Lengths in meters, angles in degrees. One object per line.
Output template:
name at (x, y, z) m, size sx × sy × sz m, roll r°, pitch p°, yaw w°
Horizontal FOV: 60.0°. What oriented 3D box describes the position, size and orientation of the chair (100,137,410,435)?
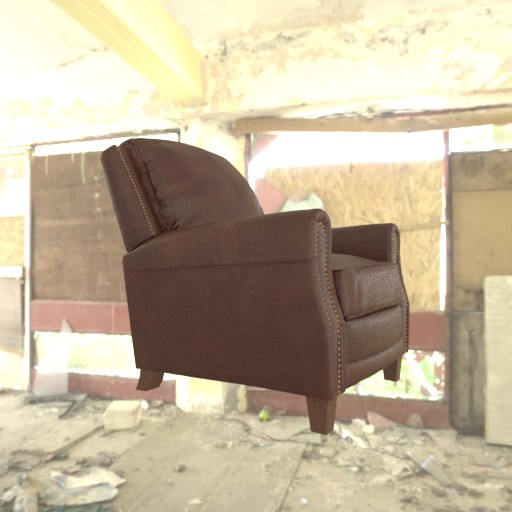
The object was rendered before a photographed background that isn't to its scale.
chair at (0.000, 0.000, 1.817) m, size 1.089 × 1.022 × 0.826 m, roll 0°, pitch 0°, yaw 35°
